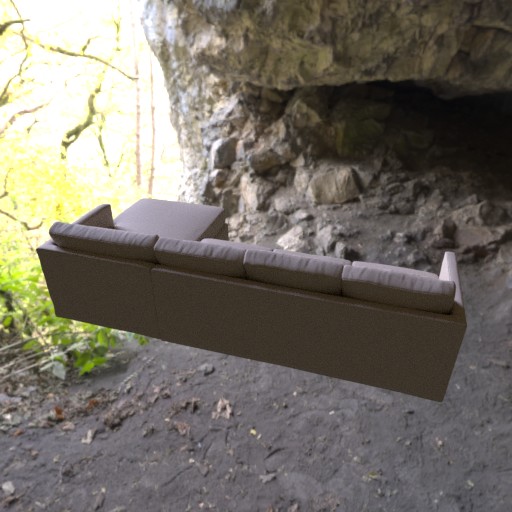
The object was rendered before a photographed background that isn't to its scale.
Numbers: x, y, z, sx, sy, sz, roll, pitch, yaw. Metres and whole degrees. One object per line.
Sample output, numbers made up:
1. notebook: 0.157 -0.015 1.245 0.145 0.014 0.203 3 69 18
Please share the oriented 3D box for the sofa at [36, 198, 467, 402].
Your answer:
1. sofa: 0.000 0.000 3.874 3.206 0.871 1.622 9 32 14
